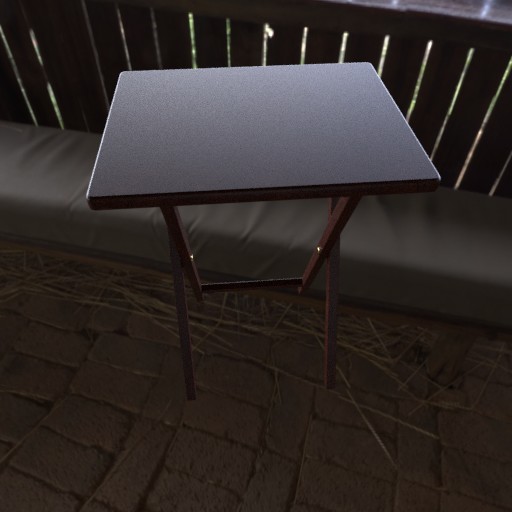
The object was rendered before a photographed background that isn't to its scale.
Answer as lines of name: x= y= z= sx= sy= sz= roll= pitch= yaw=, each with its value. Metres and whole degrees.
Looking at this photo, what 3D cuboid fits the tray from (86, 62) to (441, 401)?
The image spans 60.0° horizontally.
tray: x=0.000 y=0.000 z=0.961 sx=0.483 sy=0.660 sz=0.381 roll=-4 pitch=47 yaw=-3
